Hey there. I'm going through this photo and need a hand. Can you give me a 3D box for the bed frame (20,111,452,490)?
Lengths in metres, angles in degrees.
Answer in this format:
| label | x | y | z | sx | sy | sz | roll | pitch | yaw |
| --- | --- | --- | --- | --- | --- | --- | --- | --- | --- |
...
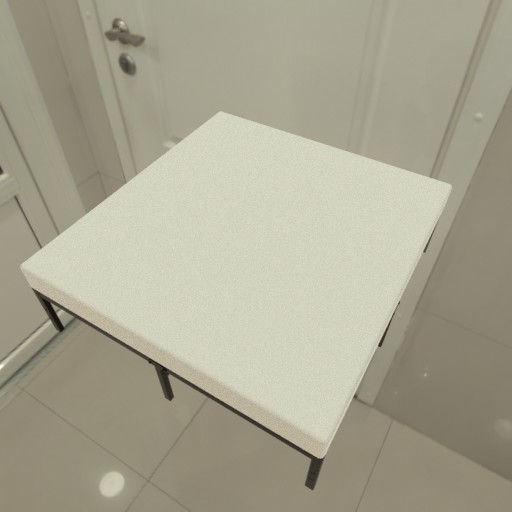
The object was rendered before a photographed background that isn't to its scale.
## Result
| label | x | y | z | sx | sy | sz | roll | pitch | yaw |
| --- | --- | --- | --- | --- | --- | --- | --- | --- | --- |
| bed frame | 0.000 | 0.000 | 3.046 | 1.963 | 0.659 | 2.079 | 24 | 51 | 21 |
